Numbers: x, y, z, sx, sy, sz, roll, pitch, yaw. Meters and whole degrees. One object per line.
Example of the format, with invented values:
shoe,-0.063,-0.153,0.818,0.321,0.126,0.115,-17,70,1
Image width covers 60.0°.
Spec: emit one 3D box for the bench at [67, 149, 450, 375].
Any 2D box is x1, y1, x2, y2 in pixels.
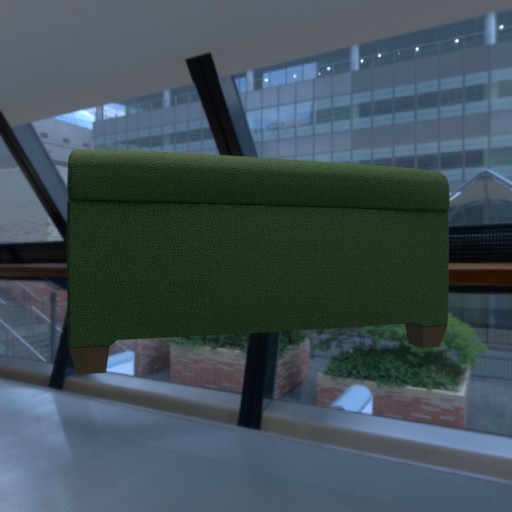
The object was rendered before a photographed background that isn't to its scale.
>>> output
bench,0.000,0.000,1.281,0.989,0.501,0.505,0,1,-17
